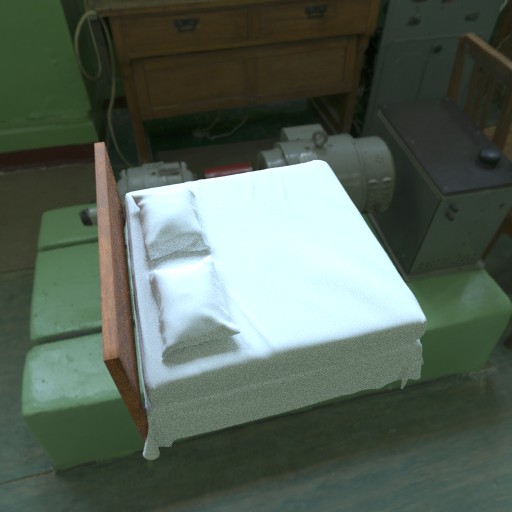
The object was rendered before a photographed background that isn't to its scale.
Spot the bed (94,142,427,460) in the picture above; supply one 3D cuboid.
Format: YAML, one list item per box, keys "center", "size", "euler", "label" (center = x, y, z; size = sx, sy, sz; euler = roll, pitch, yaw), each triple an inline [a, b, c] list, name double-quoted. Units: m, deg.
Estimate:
- center: [0.000, 0.000, 3.492]
  size: [2.165, 1.158, 2.255]
  euler: [-11, 48, -10]
  label: "bed"
